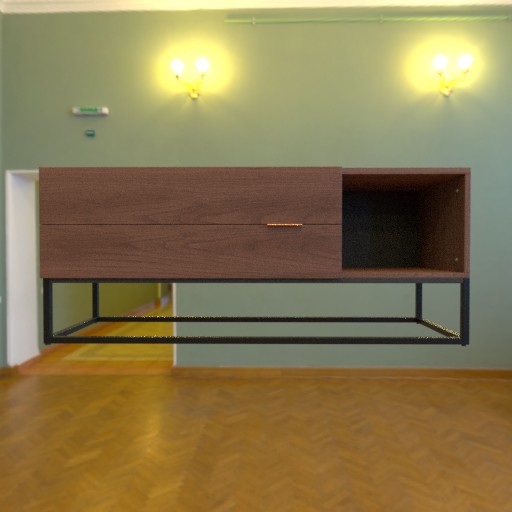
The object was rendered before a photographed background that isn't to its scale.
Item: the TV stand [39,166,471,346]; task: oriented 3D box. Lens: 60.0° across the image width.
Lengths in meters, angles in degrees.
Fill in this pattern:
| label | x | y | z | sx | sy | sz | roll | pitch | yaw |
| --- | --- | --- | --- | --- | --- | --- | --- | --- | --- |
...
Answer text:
| label | x | y | z | sx | sy | sz | roll | pitch | yaw |
| --- | --- | --- | --- | --- | --- | --- | --- | --- | --- |
| TV stand | 0.000 | 0.000 | 1.418 | 1.200 | 0.500 | 0.415 | 0 | 1 | 1 |
